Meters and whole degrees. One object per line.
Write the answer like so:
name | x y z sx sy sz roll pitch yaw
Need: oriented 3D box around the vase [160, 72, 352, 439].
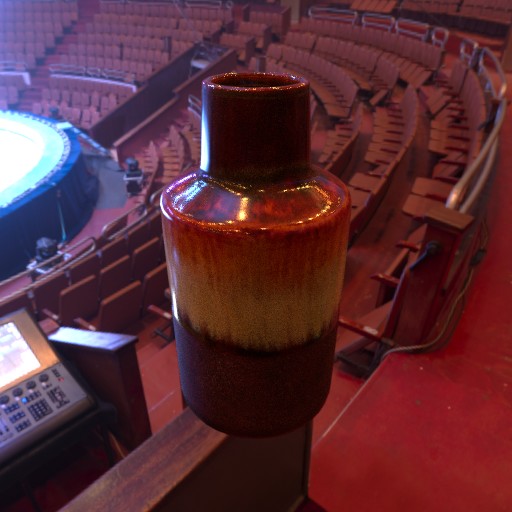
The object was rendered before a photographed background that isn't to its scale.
vase | 0.000 0.000 0.272 0.108 0.204 0.108 0 30 0
